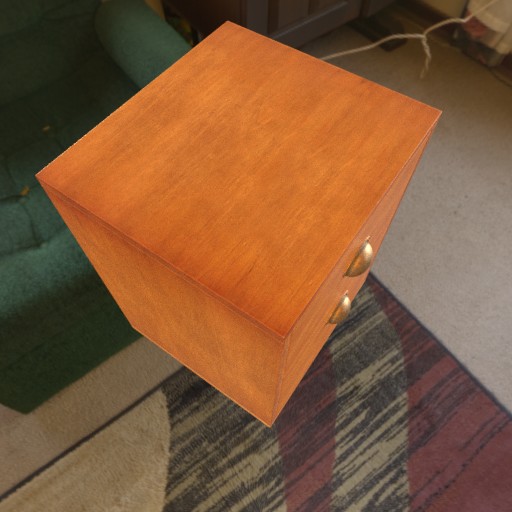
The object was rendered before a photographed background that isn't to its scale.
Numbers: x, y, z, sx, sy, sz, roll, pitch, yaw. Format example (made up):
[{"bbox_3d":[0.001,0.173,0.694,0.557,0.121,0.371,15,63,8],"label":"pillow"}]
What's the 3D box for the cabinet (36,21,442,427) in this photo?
[{"bbox_3d":[0.000,0.000,0.840,0.401,0.579,0.409,31,64,17],"label":"cabinet"}]
